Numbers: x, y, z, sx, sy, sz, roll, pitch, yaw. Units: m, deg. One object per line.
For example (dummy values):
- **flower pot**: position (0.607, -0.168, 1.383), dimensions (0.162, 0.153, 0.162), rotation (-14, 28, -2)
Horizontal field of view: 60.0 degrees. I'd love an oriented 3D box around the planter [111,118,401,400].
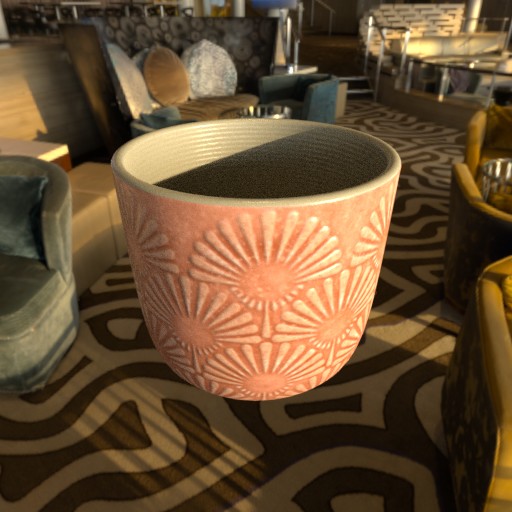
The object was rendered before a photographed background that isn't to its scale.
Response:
- **planter**: position (0.000, 0.000, 0.222), dimensions (0.124, 0.109, 0.124), rotation (0, 30, 0)
